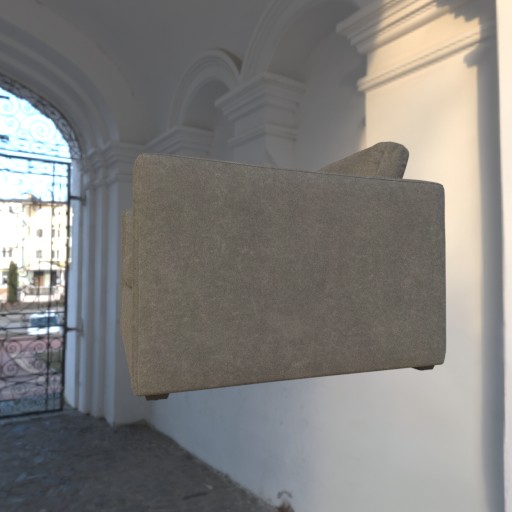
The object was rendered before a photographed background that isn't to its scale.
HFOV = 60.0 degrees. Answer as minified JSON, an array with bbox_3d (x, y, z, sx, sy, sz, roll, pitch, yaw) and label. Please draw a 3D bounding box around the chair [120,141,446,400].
[{"bbox_3d":[0.000,0.000,1.863,1.091,0.845,1.190,1,-2,-18],"label":"chair"}]
